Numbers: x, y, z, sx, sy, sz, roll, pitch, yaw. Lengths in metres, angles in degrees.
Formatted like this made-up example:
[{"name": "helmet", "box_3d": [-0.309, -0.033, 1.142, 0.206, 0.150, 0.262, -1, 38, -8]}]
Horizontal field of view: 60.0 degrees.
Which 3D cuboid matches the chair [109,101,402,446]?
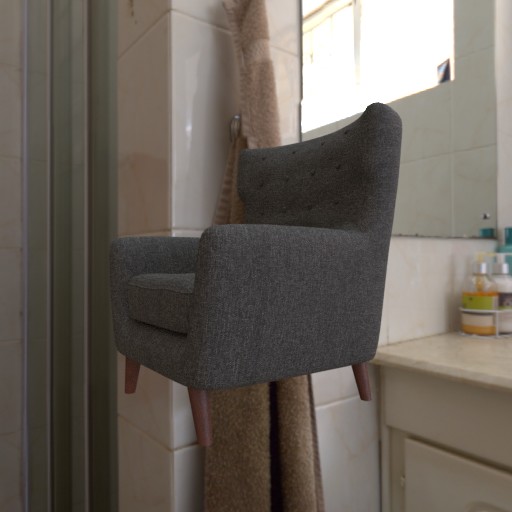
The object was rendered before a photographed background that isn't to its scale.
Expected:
[{"name": "chair", "box_3d": [0.000, 0.000, 1.721, 0.904, 1.063, 0.878, 0, -1, -36]}]
